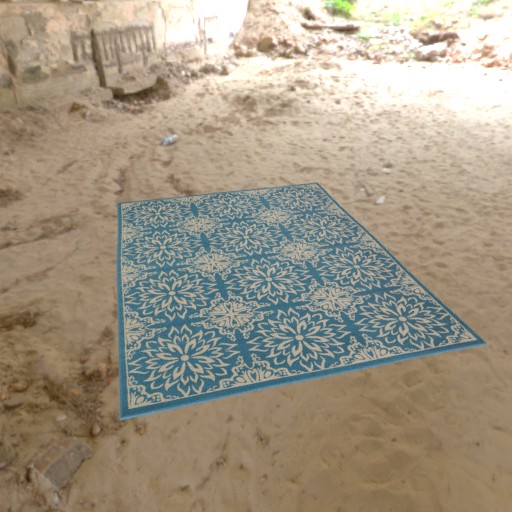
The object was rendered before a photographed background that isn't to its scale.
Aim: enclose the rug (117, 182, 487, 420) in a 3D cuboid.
[{"bbox_3d":[0.000,0.000,3.874,2.350,0.018,2.964,-8,32,-13],"label":"rug"}]
